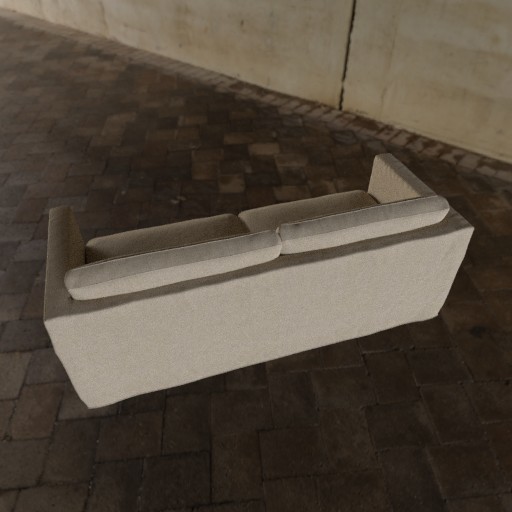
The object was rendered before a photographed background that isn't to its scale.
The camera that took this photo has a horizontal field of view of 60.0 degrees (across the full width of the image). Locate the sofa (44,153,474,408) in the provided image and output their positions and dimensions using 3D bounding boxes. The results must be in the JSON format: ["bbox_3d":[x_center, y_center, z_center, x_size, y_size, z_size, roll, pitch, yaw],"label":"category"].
[{"bbox_3d":[0.000,0.000,2.714,2.296,0.847,0.956,-12,42,-13],"label":"sofa"}]
